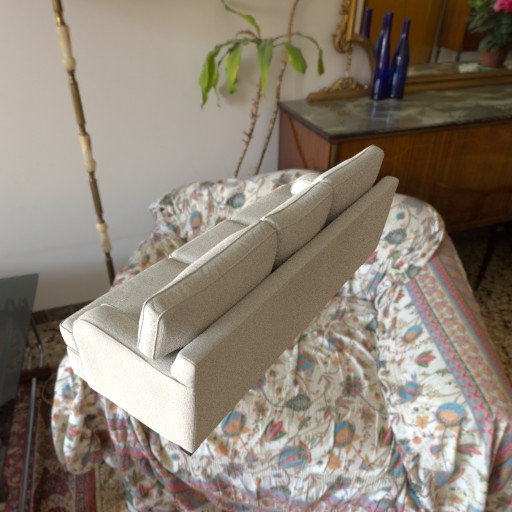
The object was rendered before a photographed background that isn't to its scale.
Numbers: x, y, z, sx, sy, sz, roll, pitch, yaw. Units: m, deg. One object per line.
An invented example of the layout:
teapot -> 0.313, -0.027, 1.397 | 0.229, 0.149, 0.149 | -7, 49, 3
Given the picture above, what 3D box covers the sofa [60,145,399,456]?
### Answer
sofa -> 0.000, 0.000, 2.902 | 1.016, 0.991, 2.323 | 21, 38, 29
